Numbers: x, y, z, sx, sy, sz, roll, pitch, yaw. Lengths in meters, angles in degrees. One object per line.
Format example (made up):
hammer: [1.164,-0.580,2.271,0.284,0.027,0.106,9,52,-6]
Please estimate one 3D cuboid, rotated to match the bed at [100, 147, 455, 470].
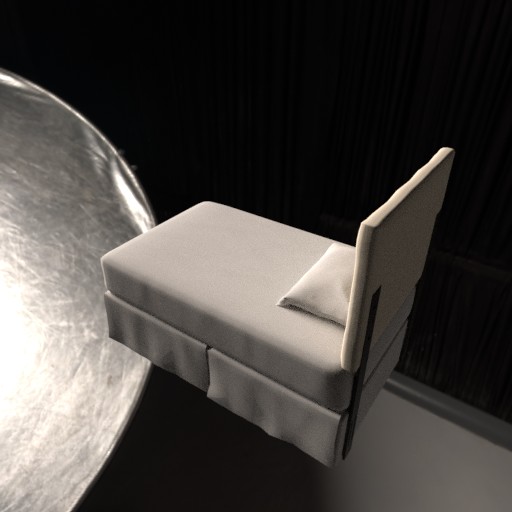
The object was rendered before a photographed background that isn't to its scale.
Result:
bed: [0.000,0.000,3.002,1.997,1.571,1.261,21,38,29]
